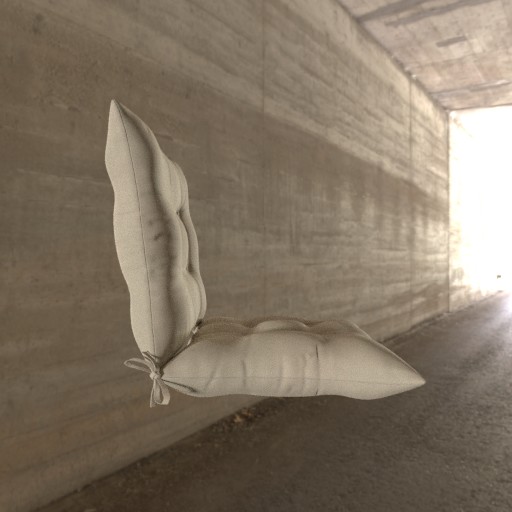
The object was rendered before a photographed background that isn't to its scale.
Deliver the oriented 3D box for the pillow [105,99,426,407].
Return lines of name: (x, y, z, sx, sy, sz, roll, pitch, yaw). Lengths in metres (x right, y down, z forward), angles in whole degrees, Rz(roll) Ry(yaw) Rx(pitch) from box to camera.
pillow: (0.000, 0.000, 0.999, 0.585, 0.536, 0.541, 0, 0, 0)
